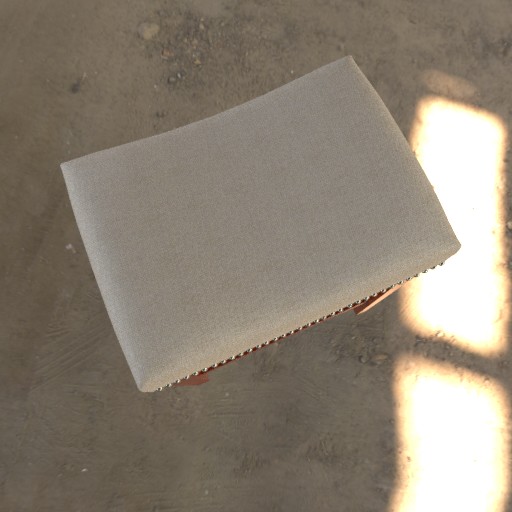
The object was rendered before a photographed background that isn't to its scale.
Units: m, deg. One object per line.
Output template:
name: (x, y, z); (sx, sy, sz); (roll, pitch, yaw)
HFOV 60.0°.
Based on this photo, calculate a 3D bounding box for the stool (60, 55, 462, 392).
stool: (0.000, 0.000, 0.930); (0.509, 0.632, 0.375); (-23, 76, -6)
